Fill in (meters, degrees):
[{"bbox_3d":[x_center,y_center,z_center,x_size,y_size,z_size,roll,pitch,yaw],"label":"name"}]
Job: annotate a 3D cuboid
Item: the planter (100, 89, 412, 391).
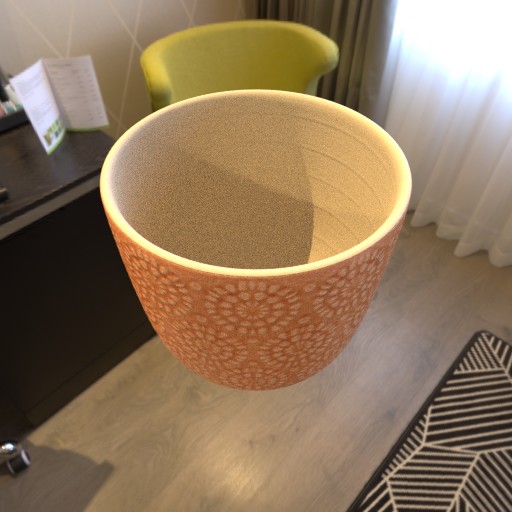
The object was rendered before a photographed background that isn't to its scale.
[{"bbox_3d":[0.000,0.000,0.371,0.208,0.190,0.208,0,47,0],"label":"planter"}]
